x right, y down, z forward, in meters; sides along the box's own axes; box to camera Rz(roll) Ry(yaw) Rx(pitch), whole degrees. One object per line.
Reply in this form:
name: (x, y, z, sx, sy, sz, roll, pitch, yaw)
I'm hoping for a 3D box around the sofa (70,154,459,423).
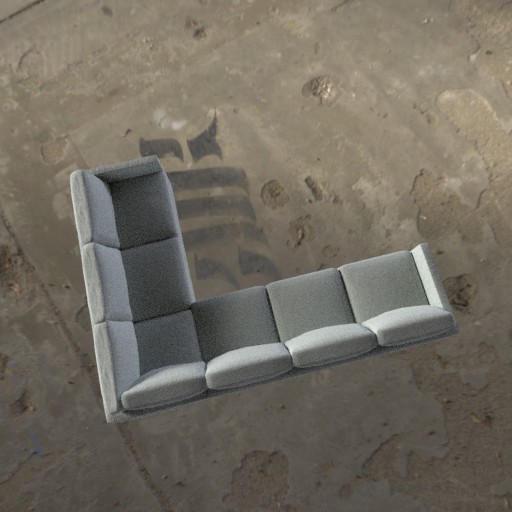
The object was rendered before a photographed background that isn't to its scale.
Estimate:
sofa: (0.000, 0.000, 4.532, 3.333, 0.934, 2.522, -13, 76, -4)
